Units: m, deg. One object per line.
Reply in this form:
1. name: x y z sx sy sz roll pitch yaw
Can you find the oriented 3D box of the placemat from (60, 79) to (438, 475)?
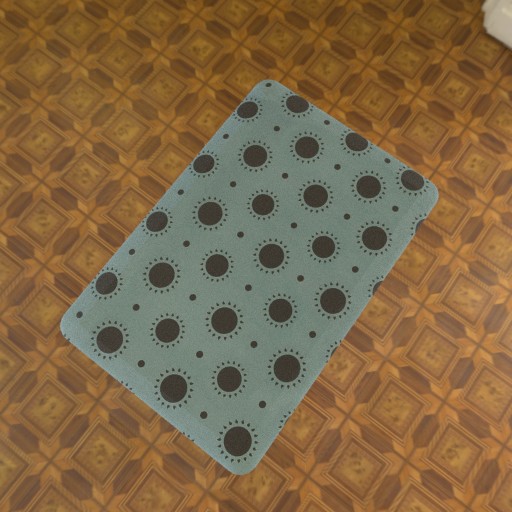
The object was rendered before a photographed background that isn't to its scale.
1. placemat: 0.000 0.000 0.969 0.508 0.021 0.762 36 79 8
